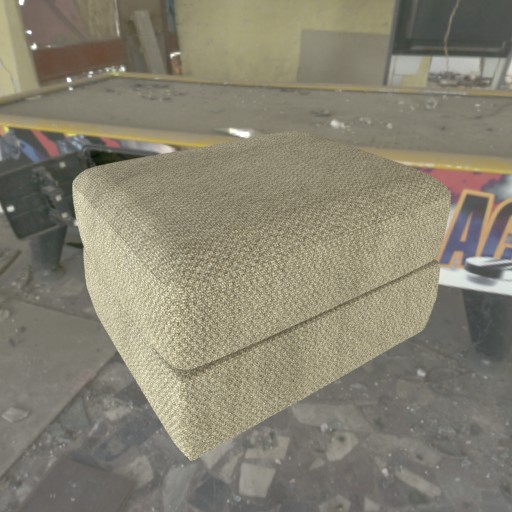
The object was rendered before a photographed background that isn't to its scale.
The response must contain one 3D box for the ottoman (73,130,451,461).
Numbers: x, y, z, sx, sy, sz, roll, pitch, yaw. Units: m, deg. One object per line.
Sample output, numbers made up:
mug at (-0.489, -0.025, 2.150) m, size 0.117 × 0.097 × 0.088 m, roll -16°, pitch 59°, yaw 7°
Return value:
ottoman at (0.000, 0.000, 1.128) m, size 0.751 × 0.476 × 0.603 m, roll -19°, pitch 35°, yaw -29°
